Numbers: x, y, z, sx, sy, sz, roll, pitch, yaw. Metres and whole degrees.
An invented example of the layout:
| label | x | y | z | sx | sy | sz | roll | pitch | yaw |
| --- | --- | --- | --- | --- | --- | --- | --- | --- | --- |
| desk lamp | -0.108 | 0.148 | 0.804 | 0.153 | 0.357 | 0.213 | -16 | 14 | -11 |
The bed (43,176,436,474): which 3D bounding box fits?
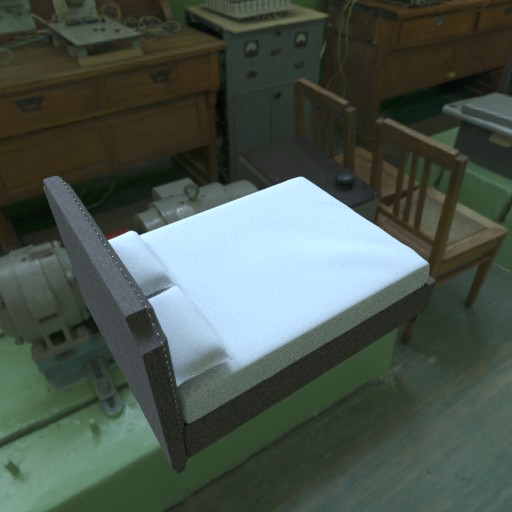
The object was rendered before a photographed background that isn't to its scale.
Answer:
| label | x | y | z | sx | sy | sz | roll | pitch | yaw |
| --- | --- | --- | --- | --- | --- | --- | --- | --- | --- |
| bed | 0.000 | 0.000 | 3.405 | 2.381 | 1.457 | 1.713 | -24 | 46 | -25 |
